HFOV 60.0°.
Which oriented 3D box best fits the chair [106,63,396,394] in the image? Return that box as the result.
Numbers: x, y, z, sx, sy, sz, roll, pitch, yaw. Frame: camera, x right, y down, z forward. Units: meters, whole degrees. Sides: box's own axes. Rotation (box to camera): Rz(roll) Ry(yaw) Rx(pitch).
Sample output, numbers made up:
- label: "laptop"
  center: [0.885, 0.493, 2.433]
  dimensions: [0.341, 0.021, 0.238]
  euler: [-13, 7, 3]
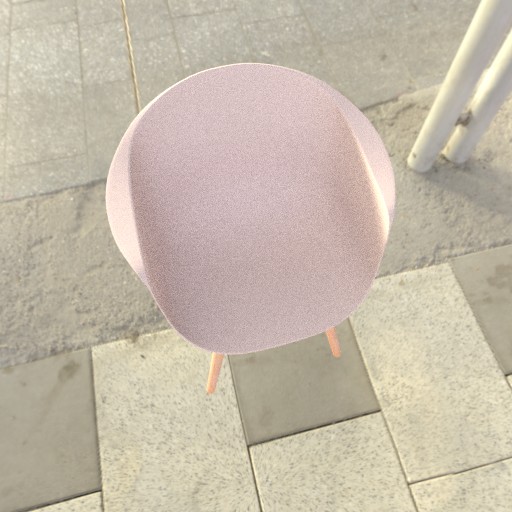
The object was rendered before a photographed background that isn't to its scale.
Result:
- label: "chair"
  center: [0.000, 0.000, 1.154]
  dimensions: [0.593, 0.781, 0.504]
  euler: [-14, 64, -7]
